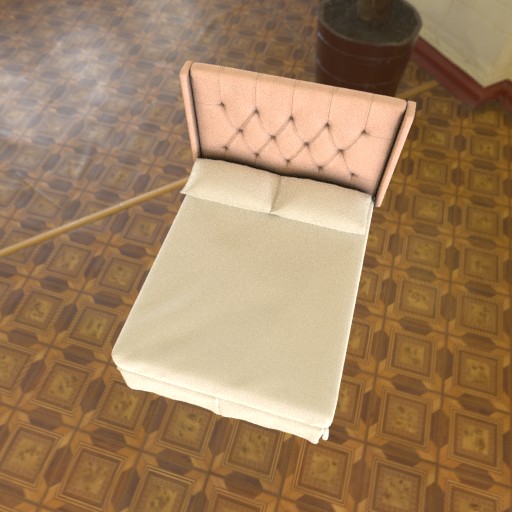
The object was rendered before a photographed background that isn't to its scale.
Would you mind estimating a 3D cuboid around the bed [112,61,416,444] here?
[{"bbox_3d":[0.000,0.000,3.355,1.719,1.665,2.066,14,59,8],"label":"bed"}]
